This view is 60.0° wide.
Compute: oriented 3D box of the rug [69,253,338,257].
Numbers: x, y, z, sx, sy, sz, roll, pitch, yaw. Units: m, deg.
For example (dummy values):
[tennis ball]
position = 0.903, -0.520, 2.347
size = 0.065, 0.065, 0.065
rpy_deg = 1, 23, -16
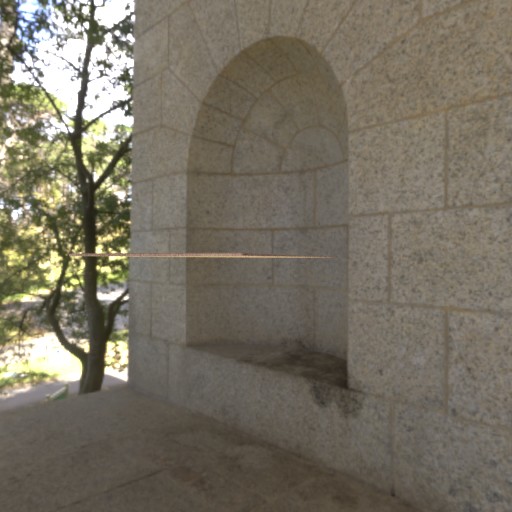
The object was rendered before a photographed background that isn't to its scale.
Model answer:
[rug]
position = 0.000, 0.000, 2.693
size = 0.685, 0.013, 2.437
rpy_deg = 0, 0, 18
